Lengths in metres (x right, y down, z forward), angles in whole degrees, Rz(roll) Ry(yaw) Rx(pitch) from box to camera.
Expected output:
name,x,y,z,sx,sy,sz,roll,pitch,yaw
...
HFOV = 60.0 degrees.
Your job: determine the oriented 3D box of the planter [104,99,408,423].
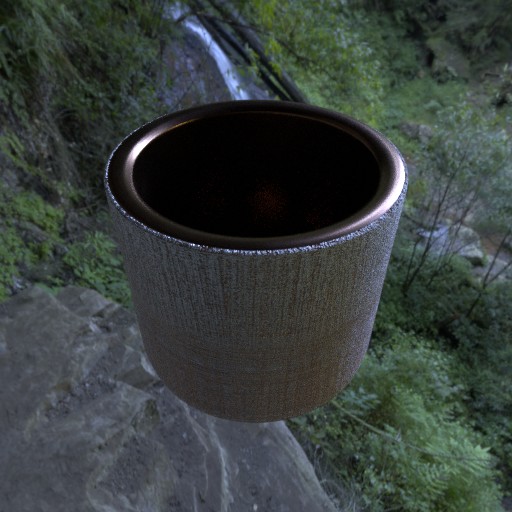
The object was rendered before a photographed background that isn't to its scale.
name,x,y,z,sx,sy,sz,roll,pitch,yaw
planter,0.000,0.000,0.191,0.109,0.096,0.109,0,41,0
